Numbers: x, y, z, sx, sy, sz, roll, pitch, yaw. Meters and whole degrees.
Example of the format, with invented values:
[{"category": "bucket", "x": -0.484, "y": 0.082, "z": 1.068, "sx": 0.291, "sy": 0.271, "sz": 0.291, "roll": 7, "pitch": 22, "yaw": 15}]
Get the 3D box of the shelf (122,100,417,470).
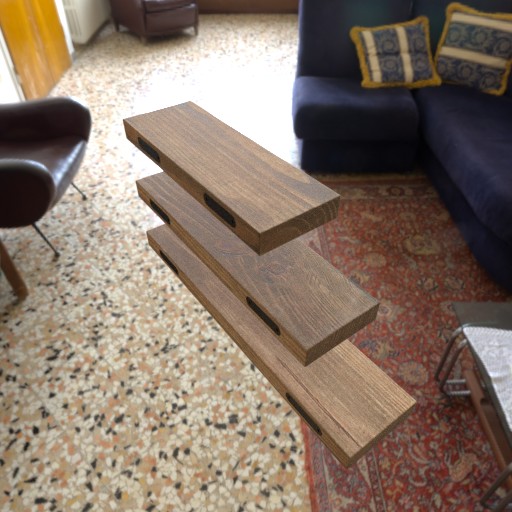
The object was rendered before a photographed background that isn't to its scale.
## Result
[{"category": "shelf", "x": 0.000, "y": 0.000, "z": 0.735, "sx": 0.140, "sy": 0.293, "sz": 0.610, "roll": -26, "pitch": 48, "yaw": -27}]
